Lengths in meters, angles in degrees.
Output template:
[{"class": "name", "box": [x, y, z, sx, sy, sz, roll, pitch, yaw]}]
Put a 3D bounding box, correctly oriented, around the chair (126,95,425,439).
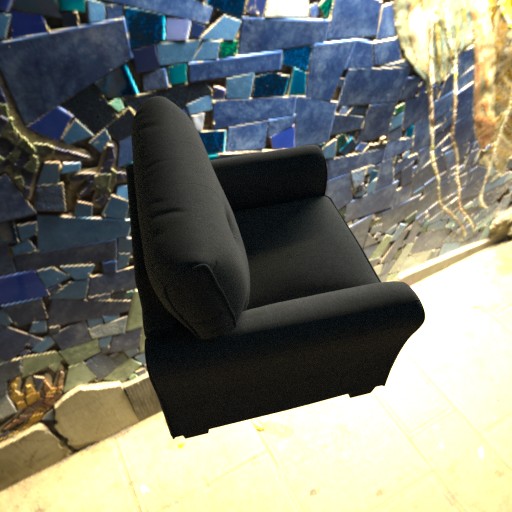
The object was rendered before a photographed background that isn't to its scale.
[{"class": "chair", "box": [0.000, 0.000, 1.599, 0.816, 0.890, 0.941, -10, 46, -10]}]
